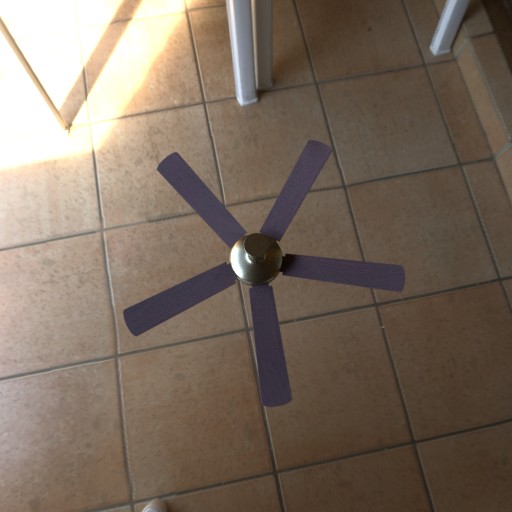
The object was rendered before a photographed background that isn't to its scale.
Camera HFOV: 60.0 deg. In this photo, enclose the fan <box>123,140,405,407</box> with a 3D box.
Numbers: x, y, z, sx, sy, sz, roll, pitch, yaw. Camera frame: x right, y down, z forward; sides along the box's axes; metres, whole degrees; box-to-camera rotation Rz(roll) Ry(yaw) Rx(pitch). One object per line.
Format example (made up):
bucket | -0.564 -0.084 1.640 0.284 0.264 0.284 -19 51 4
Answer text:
fan | 0.000 0.000 2.031 1.321 0.356 1.321 -17 76 -4
